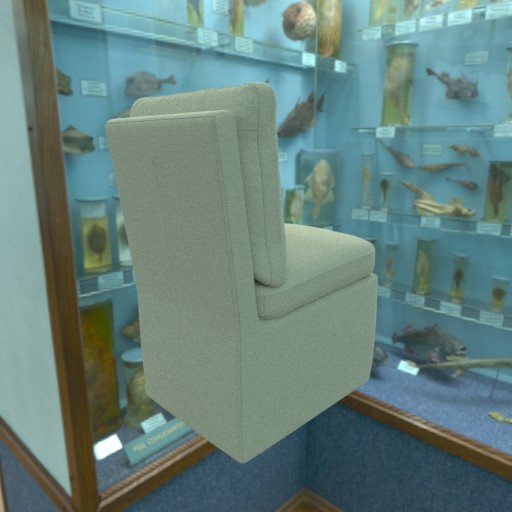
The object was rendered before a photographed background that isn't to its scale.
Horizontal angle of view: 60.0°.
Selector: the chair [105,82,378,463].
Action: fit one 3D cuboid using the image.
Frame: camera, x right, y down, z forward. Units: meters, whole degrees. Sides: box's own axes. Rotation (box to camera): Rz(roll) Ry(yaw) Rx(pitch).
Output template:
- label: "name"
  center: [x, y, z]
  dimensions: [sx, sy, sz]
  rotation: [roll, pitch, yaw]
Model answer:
- label: "chair"
  center: [0.000, 0.000, 1.363]
  dimensions: [0.698, 0.927, 0.503]
  rotation: [-14, 20, -43]
